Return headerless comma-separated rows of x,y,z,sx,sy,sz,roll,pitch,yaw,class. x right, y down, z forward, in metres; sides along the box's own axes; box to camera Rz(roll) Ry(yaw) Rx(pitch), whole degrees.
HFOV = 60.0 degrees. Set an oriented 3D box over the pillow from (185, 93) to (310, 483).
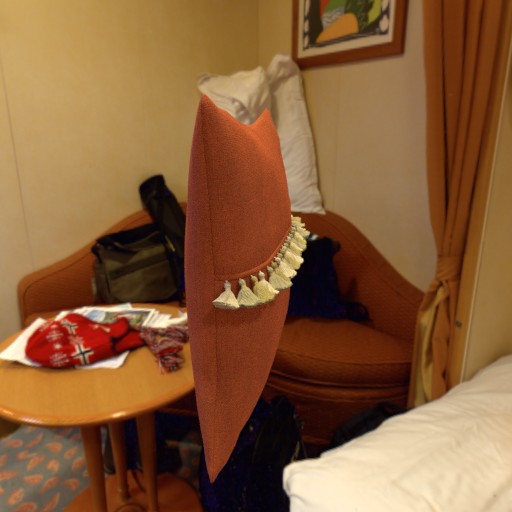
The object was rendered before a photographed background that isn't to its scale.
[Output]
0.000,0.000,0.738,0.165,0.482,0.490,3,17,9,pillow
